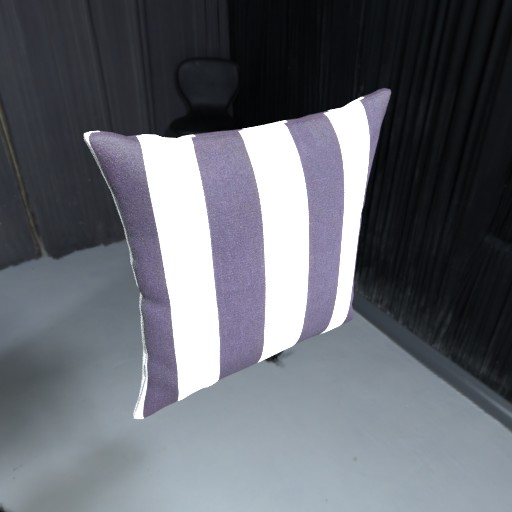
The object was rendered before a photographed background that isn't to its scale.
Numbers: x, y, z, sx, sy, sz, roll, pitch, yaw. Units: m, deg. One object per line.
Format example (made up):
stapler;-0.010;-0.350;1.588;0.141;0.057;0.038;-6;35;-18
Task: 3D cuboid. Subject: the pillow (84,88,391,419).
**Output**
pillow;0.000;0.000;0.797;0.536;0.526;0.189;-19;37;-27
